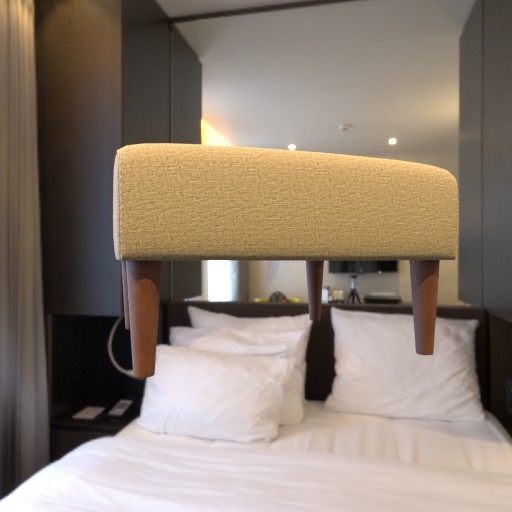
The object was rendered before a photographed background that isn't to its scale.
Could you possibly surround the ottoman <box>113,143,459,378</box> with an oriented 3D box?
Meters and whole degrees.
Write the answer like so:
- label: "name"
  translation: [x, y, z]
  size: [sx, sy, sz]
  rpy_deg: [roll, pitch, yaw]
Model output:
- label: "ottoman"
  translation: [0.000, 0.000, 1.062]
  size: [0.650, 0.398, 0.649]
  rpy_deg: [0, 0, -18]
